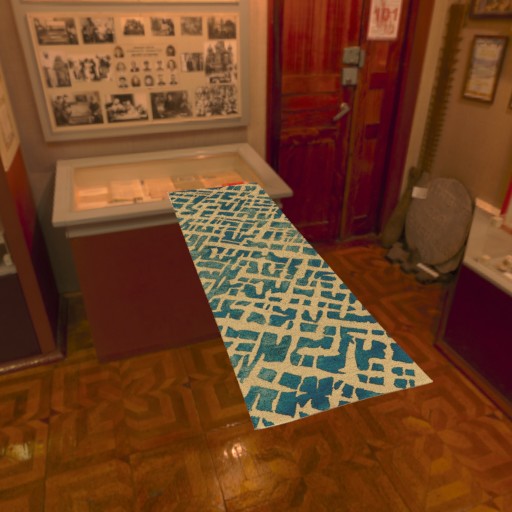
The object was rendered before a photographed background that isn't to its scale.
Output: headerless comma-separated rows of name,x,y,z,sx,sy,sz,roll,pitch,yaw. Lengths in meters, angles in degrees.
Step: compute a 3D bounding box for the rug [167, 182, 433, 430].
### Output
rug,0.000,0.000,2.720,0.768,0.011,2.446,-9,31,-15
